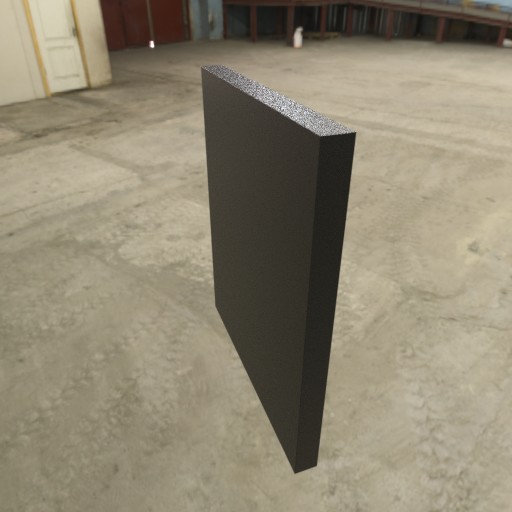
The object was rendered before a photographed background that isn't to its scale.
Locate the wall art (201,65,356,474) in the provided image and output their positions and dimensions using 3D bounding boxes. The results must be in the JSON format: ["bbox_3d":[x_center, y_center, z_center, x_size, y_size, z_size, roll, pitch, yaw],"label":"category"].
[{"bbox_3d":[0.000,0.000,0.532,0.028,0.380,0.325,-11,33,-17],"label":"wall art"}]
